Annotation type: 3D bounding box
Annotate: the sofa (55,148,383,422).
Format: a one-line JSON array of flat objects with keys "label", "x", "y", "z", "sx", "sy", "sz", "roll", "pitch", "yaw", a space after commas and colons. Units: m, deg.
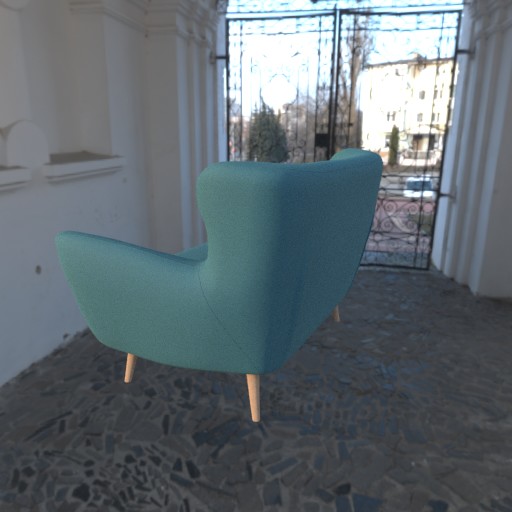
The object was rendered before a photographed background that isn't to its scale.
[{"label": "sofa", "x": 0.000, "y": 0.000, "z": 1.941, "sx": 0.889, "sy": 0.889, "sz": 1.397, "roll": 8, "pitch": 17, "yaw": 26}]
